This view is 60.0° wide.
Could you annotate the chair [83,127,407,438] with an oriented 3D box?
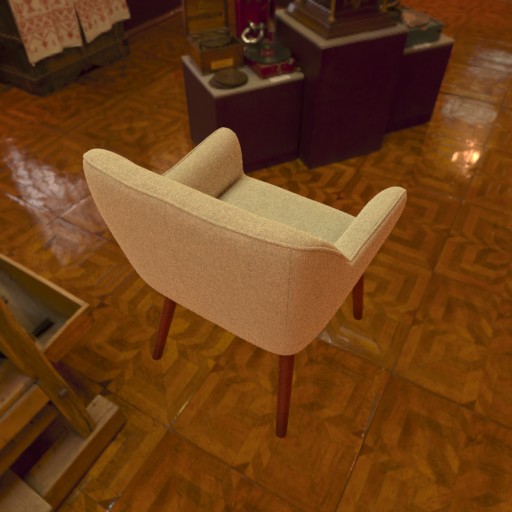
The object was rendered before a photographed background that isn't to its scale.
[{"bbox_3d":[0.000,0.000,1.243,0.610,0.813,0.610,25,51,22],"label":"chair"}]
